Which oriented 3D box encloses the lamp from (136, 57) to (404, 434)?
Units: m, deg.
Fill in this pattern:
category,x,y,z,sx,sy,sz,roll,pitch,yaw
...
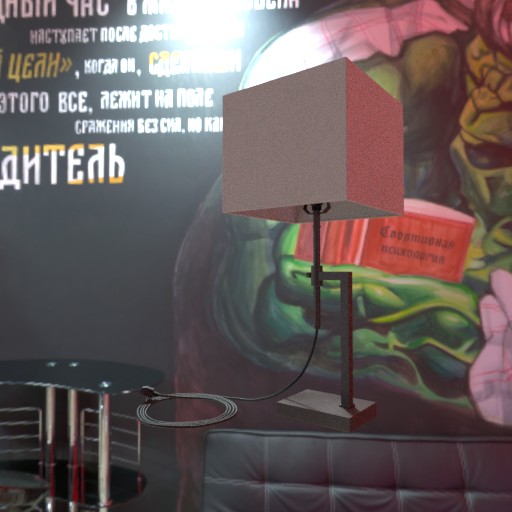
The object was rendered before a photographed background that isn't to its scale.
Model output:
category,x,y,z,sx,sy,sz,roll,pitch,yaw
lamp,0.000,0.000,0.952,0.504,0.660,0.399,-1,-2,37
